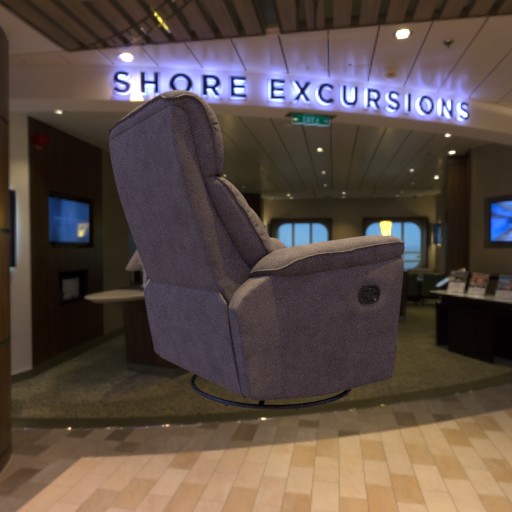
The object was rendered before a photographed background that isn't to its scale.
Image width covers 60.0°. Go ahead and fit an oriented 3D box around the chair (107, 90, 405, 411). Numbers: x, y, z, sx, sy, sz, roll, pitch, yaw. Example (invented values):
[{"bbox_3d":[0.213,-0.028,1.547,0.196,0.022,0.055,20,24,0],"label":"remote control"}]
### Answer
[{"bbox_3d":[0.000,0.000,1.759,1.009,1.036,0.830,-1,2,-36],"label":"chair"}]
